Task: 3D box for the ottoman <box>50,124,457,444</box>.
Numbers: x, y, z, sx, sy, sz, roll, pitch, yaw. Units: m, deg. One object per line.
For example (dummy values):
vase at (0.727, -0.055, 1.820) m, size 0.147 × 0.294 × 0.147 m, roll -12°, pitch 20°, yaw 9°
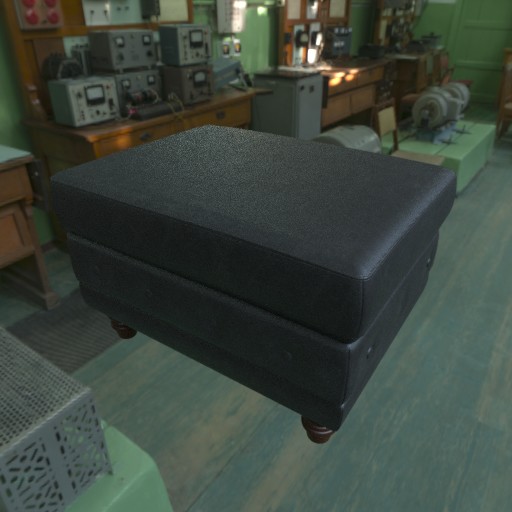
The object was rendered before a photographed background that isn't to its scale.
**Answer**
ottoman at (0.000, 0.000, 1.147) m, size 0.795 × 0.498 × 0.590 m, roll 19°, pitch 35°, yaw 29°
